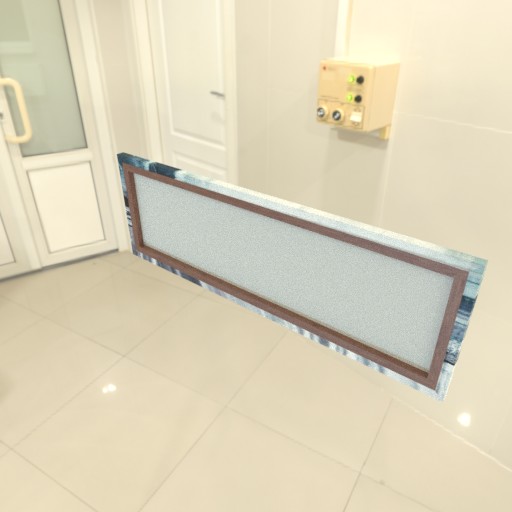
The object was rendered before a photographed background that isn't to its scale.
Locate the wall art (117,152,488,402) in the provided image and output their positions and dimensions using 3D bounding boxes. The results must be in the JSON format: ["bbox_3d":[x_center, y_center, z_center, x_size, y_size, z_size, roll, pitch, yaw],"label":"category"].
[{"bbox_3d":[0.000,0.000,1.687,1.524,0.509,0.037,21,37,32],"label":"wall art"}]
